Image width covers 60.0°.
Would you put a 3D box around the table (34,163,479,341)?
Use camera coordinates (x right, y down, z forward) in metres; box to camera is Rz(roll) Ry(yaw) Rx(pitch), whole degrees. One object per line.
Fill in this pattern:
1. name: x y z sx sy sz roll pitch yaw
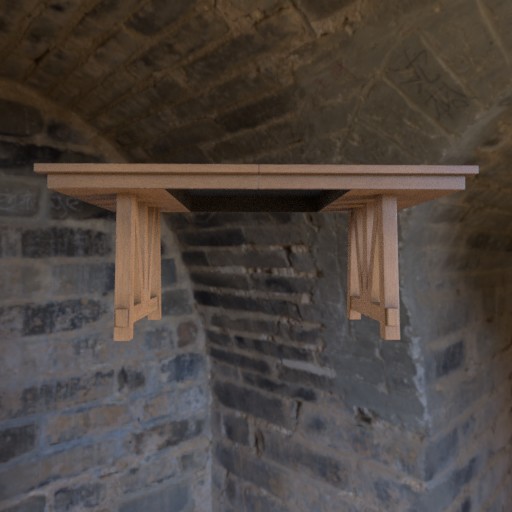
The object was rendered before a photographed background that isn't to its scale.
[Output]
1. table: 0.000 0.000 2.379 1.881 0.768 1.016 0 0 -1
